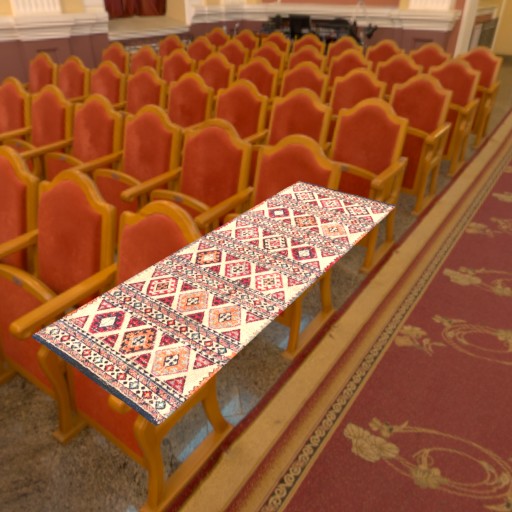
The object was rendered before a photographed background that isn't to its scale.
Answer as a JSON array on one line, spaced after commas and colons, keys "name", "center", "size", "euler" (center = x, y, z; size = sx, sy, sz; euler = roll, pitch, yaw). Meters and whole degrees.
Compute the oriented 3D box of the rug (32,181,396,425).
[{"name": "rug", "center": [0.000, 0.000, 2.631], "size": [0.832, 0.008, 2.362], "euler": [21, 37, 30]}]
